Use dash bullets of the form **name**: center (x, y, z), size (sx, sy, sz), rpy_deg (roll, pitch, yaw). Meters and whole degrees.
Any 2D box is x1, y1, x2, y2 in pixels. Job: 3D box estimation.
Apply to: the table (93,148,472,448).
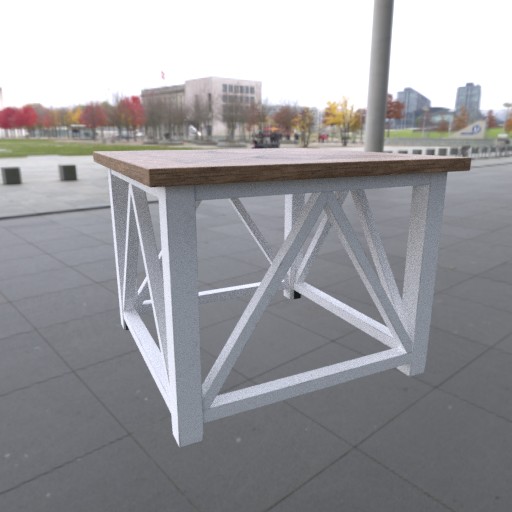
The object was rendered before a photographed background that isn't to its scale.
- **table**: center (0.000, 0.000, 1.187), size (0.700, 0.532, 0.700), rpy_deg (-7, 17, -25)
